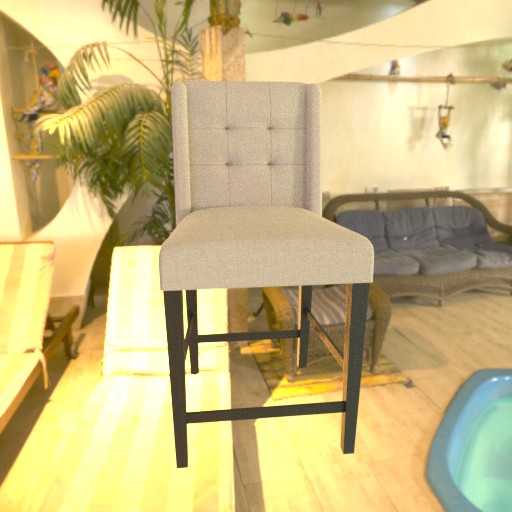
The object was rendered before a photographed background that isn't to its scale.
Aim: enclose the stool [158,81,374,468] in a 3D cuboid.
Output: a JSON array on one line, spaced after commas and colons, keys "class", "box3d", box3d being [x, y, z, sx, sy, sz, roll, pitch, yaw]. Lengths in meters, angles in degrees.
[{"class": "stool", "box3d": [0.000, 0.000, 1.211, 0.474, 0.939, 0.509, -2, 16, -7]}]
